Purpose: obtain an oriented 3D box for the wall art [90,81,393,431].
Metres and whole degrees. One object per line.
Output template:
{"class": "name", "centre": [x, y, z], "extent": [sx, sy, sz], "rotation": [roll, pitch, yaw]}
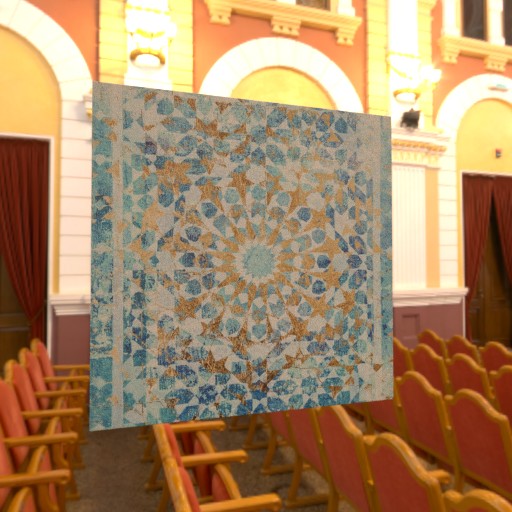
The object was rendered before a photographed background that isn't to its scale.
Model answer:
{"class": "wall art", "centre": [0.000, 0.000, 1.313], "extent": [0.916, 0.916, 0.040], "rotation": [0, -1, -18]}
